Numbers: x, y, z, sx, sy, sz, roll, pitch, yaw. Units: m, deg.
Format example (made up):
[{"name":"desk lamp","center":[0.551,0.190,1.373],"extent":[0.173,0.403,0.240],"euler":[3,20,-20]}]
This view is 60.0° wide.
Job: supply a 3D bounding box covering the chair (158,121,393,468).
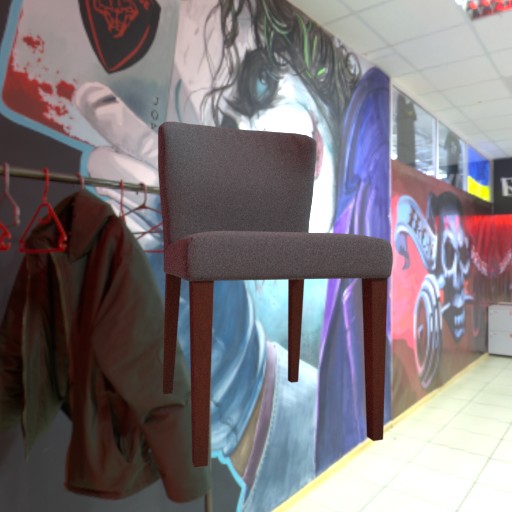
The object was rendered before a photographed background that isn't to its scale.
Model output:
[{"name":"chair","center":[0.000,0.000,1.199],"extent":[0.491,0.839,0.592],"euler":[0,0,-18]}]
